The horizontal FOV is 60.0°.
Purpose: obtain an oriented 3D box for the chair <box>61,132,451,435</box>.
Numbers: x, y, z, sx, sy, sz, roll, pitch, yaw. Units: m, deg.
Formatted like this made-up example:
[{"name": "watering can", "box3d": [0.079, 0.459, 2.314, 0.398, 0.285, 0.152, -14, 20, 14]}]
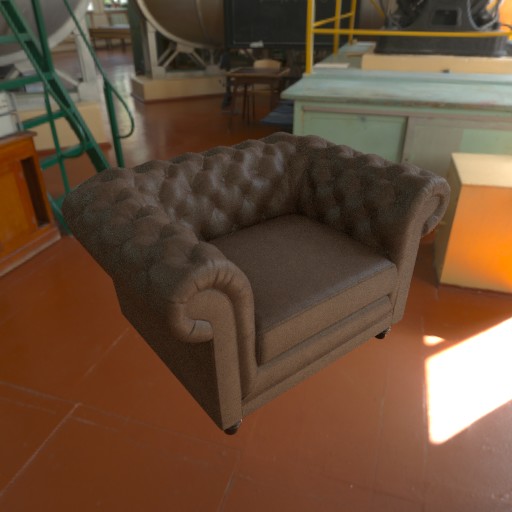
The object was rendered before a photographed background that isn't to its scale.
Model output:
[{"name": "chair", "box3d": [0.000, 0.000, 1.889, 1.298, 0.784, 0.954, -21, 36, -32]}]
